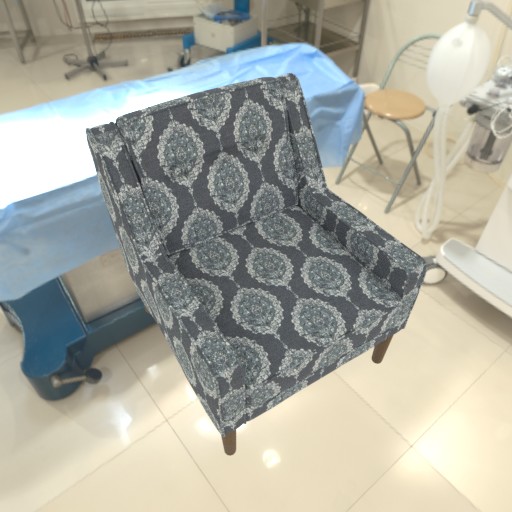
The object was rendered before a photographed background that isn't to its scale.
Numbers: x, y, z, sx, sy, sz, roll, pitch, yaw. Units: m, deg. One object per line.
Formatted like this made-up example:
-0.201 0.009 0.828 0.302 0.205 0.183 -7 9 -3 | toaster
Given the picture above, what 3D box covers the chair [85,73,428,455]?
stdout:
0.000 0.000 1.324 0.663 0.792 0.743 -24 50 -22 | chair
